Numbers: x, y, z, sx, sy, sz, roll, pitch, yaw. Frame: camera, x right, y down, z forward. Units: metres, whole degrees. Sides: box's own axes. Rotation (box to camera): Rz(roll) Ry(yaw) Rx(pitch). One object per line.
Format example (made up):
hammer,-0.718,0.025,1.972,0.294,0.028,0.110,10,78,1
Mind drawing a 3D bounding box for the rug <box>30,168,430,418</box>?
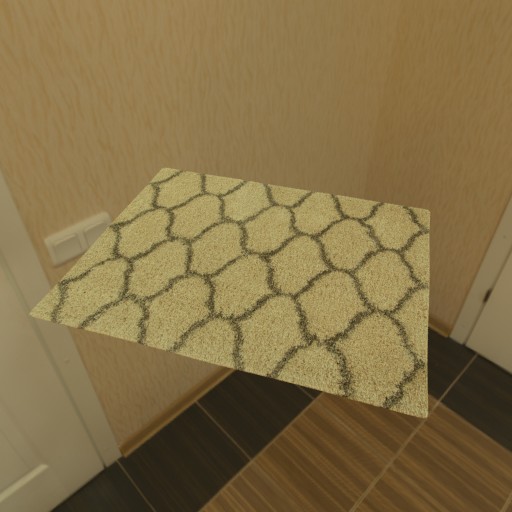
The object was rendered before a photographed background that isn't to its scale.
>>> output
rug,0.000,0.000,4.002,3.000,0.026,2.399,11,42,13
